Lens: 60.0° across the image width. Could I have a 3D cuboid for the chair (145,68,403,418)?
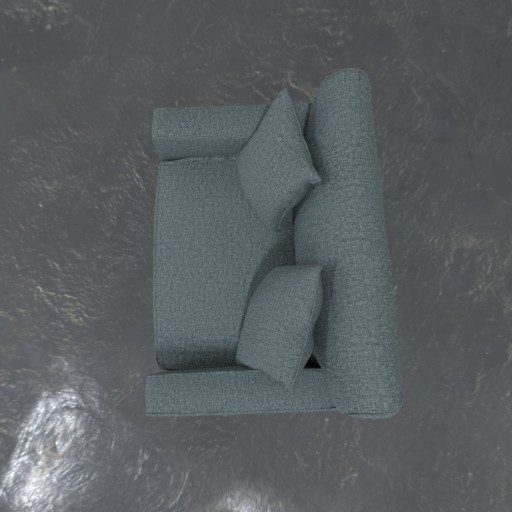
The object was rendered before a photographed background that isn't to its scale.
[{"bbox_3d":[0.000,0.000,2.074,1.000,0.948,1.383,-2,76,0],"label":"chair"}]
